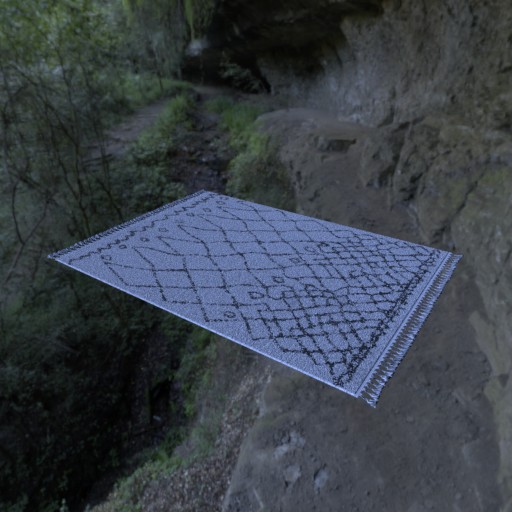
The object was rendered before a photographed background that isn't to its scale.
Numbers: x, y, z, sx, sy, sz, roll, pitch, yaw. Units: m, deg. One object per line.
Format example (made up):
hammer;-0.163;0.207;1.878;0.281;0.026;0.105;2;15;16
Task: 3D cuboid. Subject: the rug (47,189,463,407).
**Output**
rug;0.000;0.000;2.996;2.312;0.017;1.613;18;33;30
